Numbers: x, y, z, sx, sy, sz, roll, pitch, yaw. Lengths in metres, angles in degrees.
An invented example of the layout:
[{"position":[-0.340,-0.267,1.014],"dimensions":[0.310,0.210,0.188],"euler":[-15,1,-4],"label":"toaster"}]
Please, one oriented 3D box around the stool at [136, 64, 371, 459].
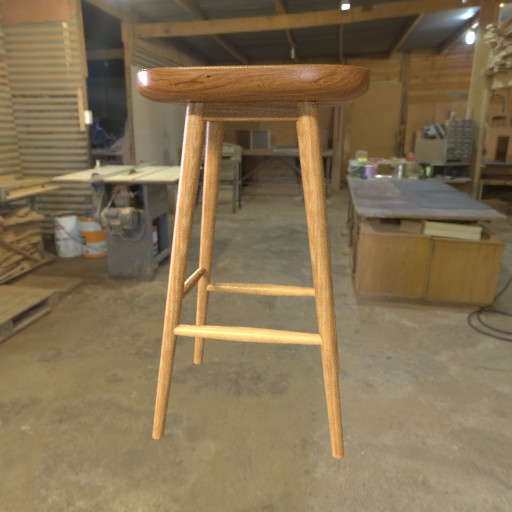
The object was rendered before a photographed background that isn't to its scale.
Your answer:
[{"position":[0.000,0.000,0.926],"dimensions":[0.407,0.698,0.322],"euler":[2,16,8],"label":"stool"}]
